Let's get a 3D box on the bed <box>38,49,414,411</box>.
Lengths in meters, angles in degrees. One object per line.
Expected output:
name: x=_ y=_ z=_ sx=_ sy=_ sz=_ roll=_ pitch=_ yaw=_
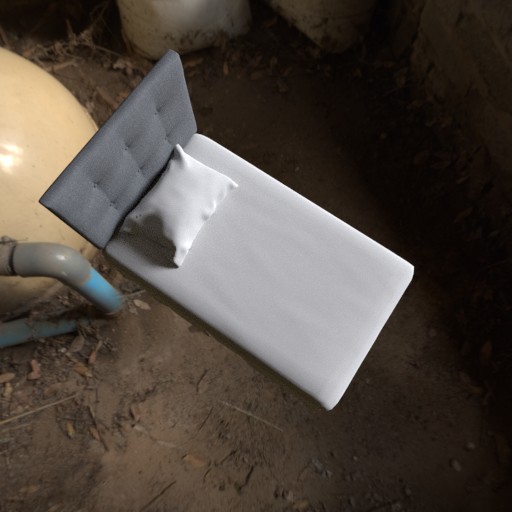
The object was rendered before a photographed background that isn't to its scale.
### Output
bed: x=0.000 y=0.000 z=3.010 sx=1.997 sy=1.571 sz=1.261 roll=33 pitch=78 yaw=8
